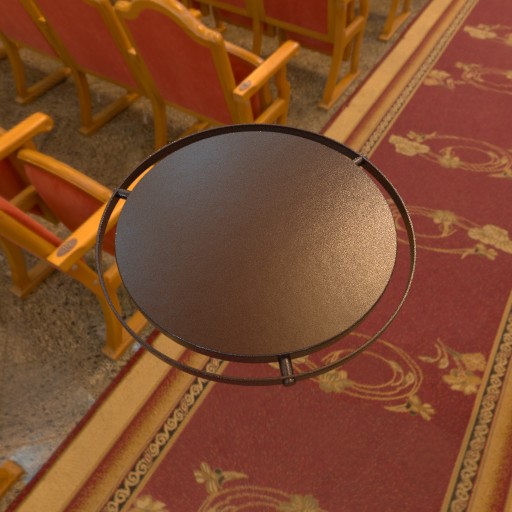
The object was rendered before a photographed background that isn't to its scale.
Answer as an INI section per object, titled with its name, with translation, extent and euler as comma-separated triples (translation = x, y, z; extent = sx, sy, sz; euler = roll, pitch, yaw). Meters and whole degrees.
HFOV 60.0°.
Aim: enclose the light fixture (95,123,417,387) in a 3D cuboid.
[light fixture]
translation = 0.000, 0.000, 0.557
extent = 0.361, 0.130, 0.361
euler = 0, 56, 0
